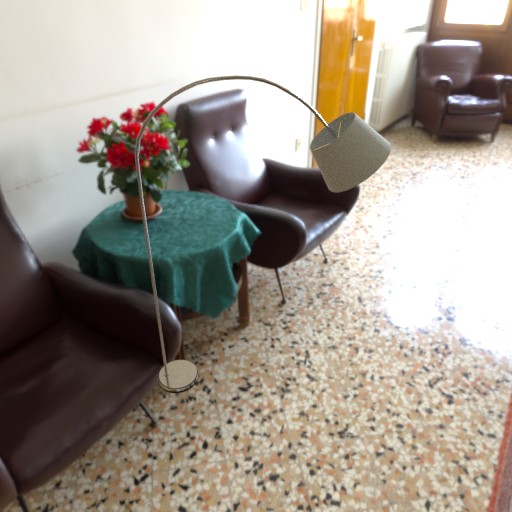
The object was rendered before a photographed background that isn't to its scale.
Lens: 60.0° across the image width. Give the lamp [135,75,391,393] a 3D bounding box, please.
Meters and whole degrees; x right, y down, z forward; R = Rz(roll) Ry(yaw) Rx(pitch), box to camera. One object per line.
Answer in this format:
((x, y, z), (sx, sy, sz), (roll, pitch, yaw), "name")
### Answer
((0.000, 0.000, 2.745), (1.445, 2.098, 0.406), (-1, 31, -1), "lamp")
